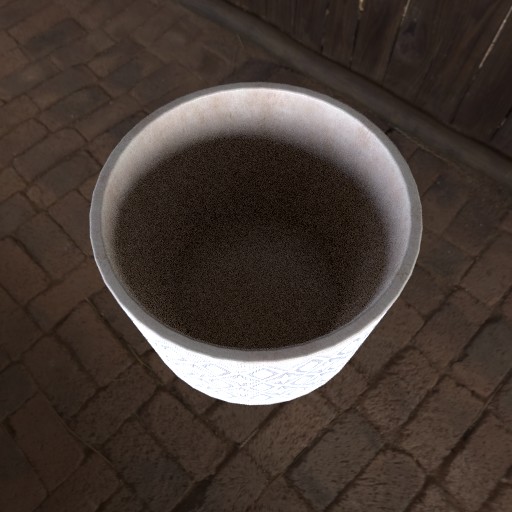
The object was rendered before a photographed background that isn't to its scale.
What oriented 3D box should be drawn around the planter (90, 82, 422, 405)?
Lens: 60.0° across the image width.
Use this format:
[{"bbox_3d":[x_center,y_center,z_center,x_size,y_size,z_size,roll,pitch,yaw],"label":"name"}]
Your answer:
[{"bbox_3d":[0.000,0.000,0.277,0.164,0.127,0.164,0,63,0],"label":"planter"}]
